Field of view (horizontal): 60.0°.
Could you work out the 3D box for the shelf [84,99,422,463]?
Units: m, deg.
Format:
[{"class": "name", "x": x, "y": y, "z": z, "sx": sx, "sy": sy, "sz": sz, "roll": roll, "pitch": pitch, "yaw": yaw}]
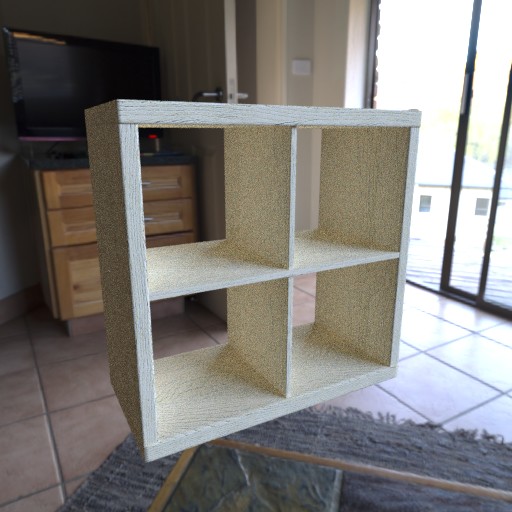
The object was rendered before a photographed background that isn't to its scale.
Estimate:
[{"class": "shelf", "x": 0.000, "y": 0.000, "z": 1.257, "sx": 0.790, "sy": 0.786, "sz": 0.390, "roll": -8, "pitch": 17, "yaw": -28}]
